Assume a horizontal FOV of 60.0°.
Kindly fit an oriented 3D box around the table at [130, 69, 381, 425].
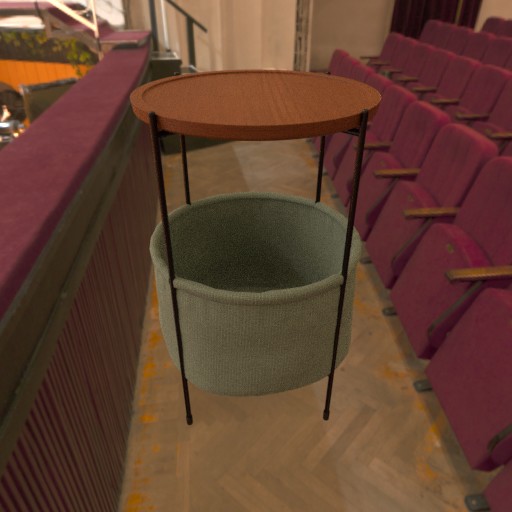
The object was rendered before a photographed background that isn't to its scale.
[{"bbox_3d":[0.000,0.000,0.863,0.400,0.623,0.400,-1,32,-2],"label":"table"}]
